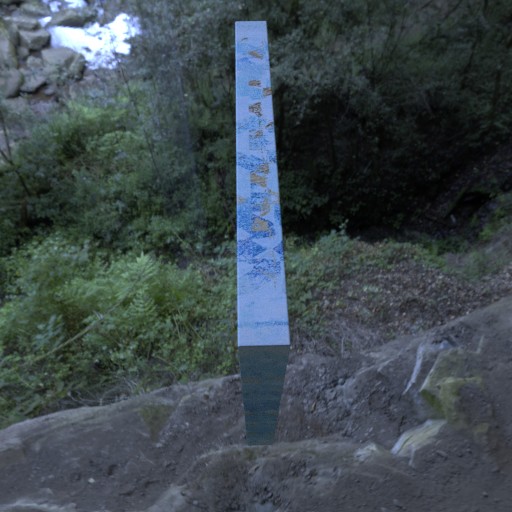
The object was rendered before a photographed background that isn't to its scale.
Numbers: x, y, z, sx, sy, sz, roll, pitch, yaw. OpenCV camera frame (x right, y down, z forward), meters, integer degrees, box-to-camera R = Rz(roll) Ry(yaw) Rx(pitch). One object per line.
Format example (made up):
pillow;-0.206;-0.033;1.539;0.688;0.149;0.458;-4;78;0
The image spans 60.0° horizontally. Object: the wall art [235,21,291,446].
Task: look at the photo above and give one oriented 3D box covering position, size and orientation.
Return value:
wall art;0.000;0.000;0.590;0.037;0.405;0.405;-1;58;-1
